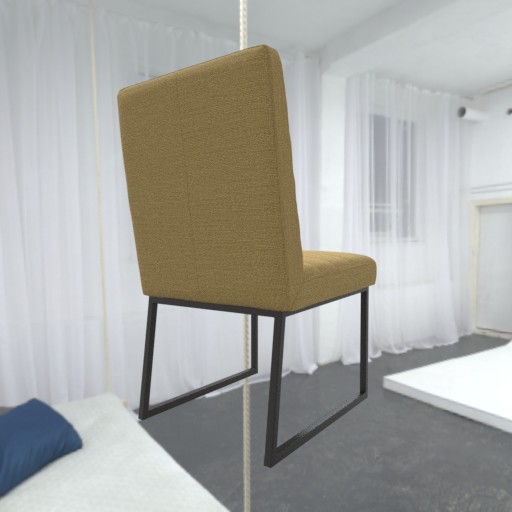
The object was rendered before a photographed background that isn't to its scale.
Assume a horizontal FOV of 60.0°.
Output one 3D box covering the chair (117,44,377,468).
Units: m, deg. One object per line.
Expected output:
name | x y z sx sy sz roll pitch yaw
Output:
chair | 0.000 0.000 1.322 0.520 0.930 0.634 2 3 36
